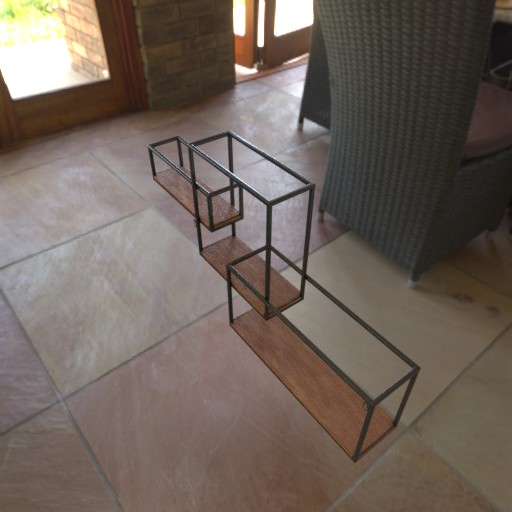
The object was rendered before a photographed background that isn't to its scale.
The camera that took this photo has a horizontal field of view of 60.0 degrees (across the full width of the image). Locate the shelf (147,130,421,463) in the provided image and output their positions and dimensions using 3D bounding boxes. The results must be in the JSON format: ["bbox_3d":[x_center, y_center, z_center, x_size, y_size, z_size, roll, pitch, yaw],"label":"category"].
[{"bbox_3d":[0.000,0.000,2.179,0.275,0.972,1.781,-26,47,-27],"label":"shelf"}]
